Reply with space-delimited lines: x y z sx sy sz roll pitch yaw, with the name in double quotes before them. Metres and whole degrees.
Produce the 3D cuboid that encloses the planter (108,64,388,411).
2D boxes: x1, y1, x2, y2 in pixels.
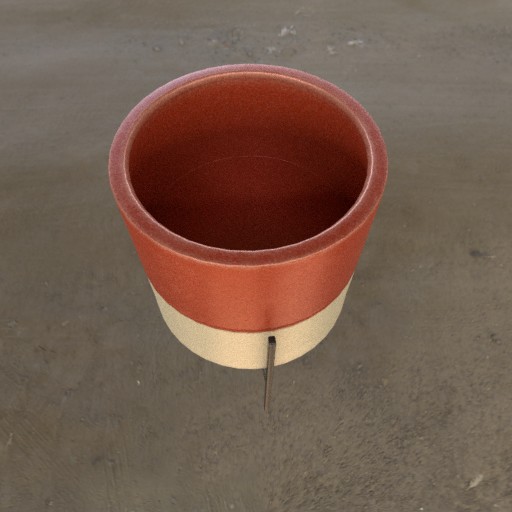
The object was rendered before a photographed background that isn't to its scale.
"planter" 0.000 0.000 0.522 0.251 0.354 0.235 -34 63 -19
